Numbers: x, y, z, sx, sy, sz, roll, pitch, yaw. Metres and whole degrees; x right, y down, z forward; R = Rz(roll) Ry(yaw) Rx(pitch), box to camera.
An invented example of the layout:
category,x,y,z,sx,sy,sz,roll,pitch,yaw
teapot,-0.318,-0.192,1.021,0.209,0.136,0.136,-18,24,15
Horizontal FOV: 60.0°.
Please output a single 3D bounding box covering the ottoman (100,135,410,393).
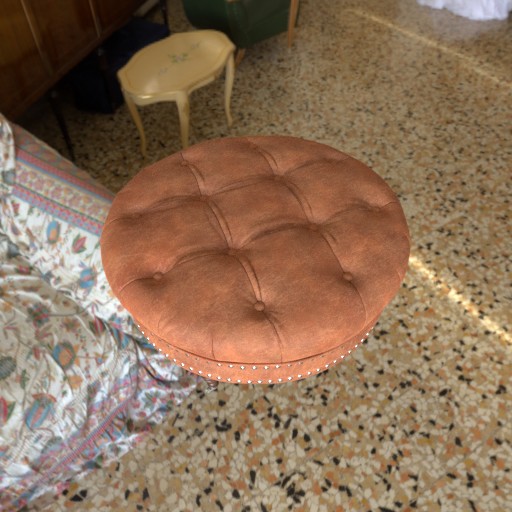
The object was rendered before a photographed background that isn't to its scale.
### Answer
category,x,y,z,sx,sy,sz,roll,pitch,yaw
ottoman,0.000,0.000,1.429,0.901,0.444,0.901,0,48,0
